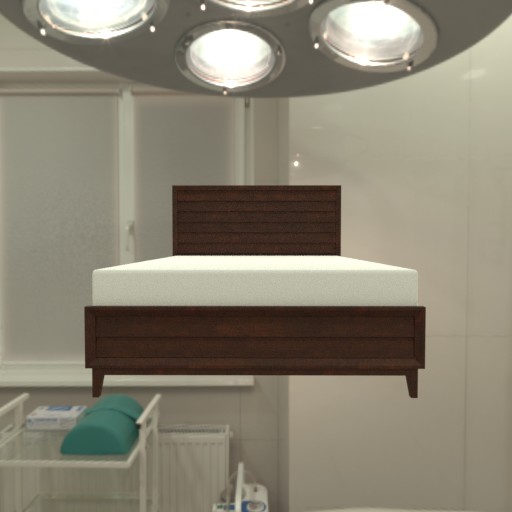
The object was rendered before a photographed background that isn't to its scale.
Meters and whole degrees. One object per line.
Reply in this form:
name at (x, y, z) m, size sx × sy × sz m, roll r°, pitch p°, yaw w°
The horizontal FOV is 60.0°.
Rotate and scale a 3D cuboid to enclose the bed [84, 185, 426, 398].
bed at (0.000, 0.000, 3.161) m, size 1.600 × 1.270 × 2.184 m, roll 0°, pitch 2°, yaw 0°
